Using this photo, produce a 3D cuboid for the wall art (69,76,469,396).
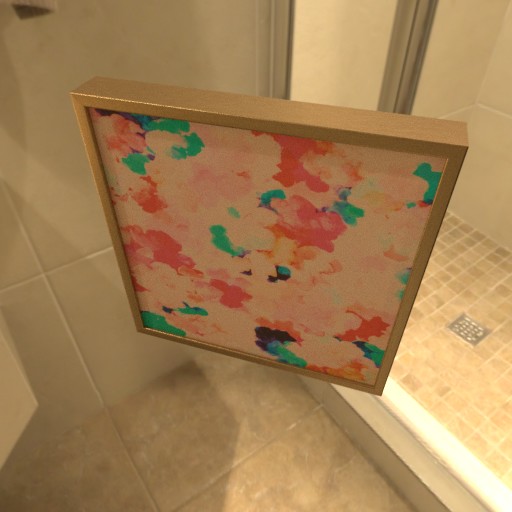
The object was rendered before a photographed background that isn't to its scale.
[{"bbox_3d":[0.000,0.000,0.439,0.304,0.305,0.038,12,43,13],"label":"wall art"}]
